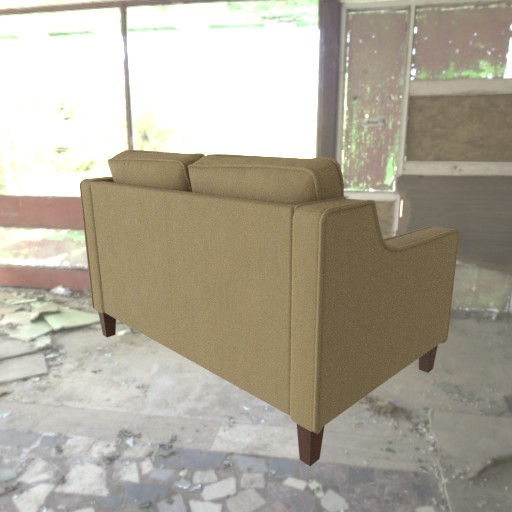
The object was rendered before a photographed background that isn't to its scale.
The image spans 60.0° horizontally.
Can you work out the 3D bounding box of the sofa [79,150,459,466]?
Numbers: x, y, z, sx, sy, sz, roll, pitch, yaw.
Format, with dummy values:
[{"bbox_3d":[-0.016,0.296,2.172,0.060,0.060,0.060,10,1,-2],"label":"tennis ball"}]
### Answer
[{"bbox_3d":[0.000,0.000,2.096,0.987,0.971,1.501,-14,20,-43],"label":"sofa"}]
